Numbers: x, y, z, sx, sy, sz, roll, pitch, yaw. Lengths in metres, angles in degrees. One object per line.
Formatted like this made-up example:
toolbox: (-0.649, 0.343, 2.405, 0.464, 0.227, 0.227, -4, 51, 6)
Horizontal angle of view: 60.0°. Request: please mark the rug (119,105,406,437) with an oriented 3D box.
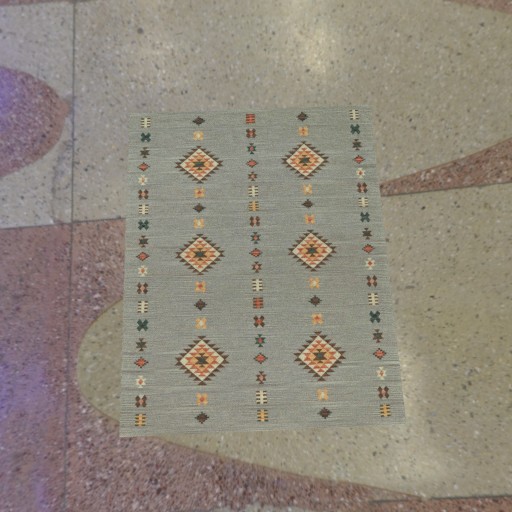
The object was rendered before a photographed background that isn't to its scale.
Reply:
rug: (0.000, 0.000, 4.091, 2.425, 0.008, 3.035, -2, 76, -1)
